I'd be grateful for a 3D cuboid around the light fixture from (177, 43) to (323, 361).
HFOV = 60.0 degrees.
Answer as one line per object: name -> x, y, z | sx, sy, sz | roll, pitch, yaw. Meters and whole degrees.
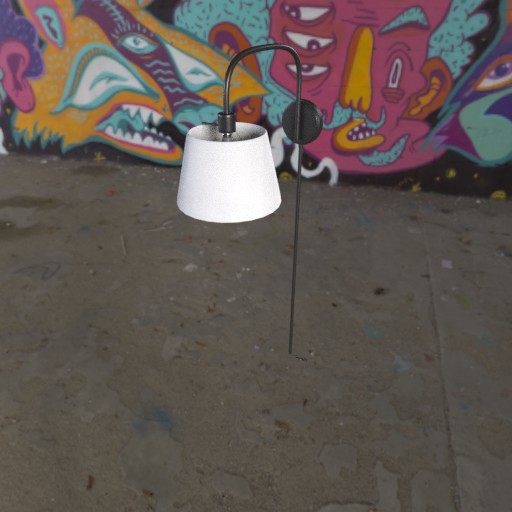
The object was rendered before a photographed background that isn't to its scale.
light fixture -> 0.000, 0.000, 0.464 | 0.092, 0.399, 0.176 | 19, 35, 29
